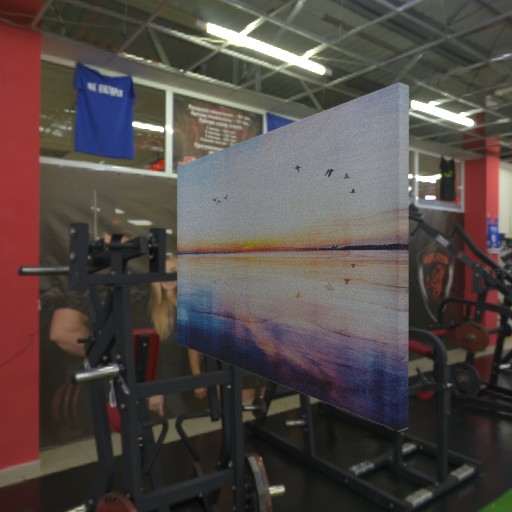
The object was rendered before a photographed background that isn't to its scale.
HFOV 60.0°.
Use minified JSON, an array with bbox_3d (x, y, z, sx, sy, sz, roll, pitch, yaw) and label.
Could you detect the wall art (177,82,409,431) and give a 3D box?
[{"bbox_3d":[0.000,0.000,1.435,0.034,0.756,1.137,0,0,-35],"label":"wall art"}]
